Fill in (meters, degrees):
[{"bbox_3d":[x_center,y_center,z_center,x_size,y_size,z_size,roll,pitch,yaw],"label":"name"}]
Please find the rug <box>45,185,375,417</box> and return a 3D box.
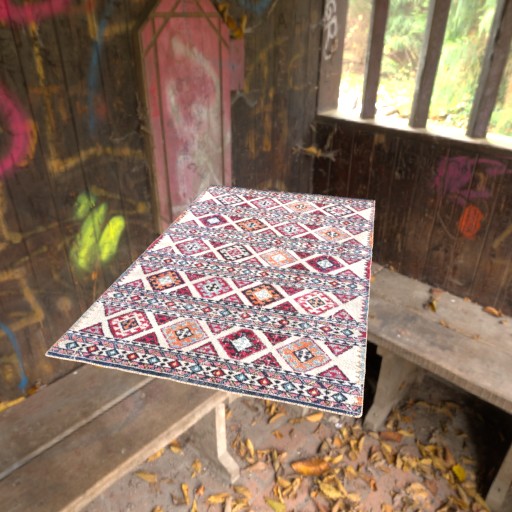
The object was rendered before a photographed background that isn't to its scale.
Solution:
[{"bbox_3d":[0.000,0.000,3.045,1.545,0.010,2.440,7,31,12],"label":"rug"}]
